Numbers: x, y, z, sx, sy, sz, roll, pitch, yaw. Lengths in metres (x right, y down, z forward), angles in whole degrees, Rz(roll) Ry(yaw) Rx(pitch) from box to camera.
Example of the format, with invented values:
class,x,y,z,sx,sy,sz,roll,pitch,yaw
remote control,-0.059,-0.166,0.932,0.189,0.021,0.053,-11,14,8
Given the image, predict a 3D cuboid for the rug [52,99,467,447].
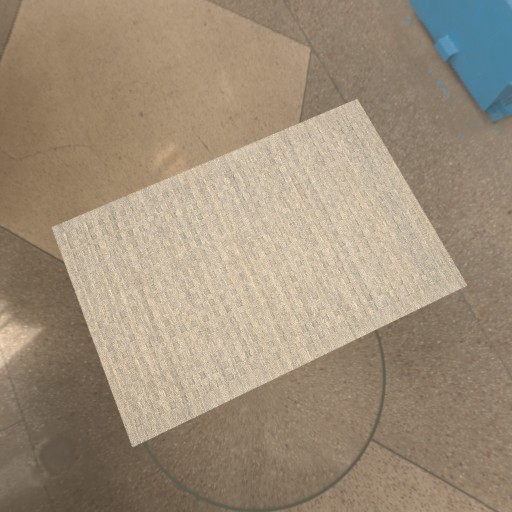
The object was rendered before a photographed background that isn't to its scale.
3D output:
class,x,y,z,sx,sy,sz,roll,pitch,yaw
rug,0.000,0.000,2.209,1.752,0.006,1.142,-24,77,-6
